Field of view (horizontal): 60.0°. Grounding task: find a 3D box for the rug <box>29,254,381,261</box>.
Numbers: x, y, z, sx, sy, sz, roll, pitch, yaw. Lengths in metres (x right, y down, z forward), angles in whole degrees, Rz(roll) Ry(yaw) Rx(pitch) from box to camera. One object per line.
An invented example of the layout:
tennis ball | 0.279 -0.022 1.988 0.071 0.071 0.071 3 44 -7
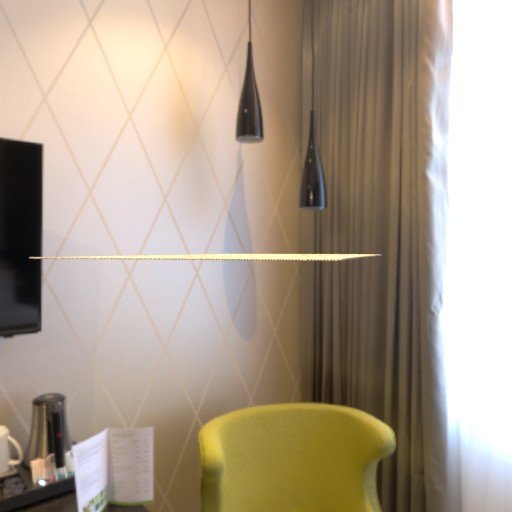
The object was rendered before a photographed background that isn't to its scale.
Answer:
rug | 0.000 0.000 4.313 2.143 0.015 3.422 0 1 20
